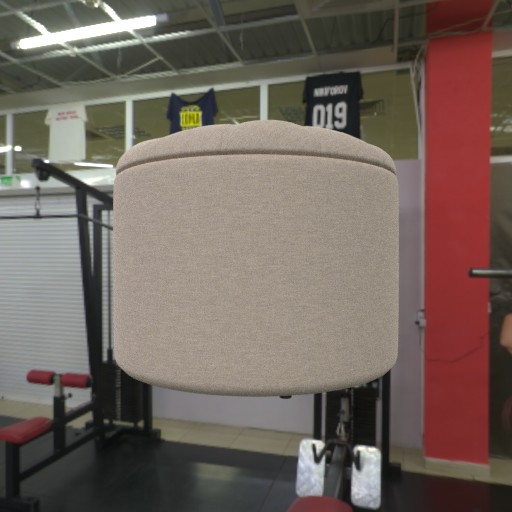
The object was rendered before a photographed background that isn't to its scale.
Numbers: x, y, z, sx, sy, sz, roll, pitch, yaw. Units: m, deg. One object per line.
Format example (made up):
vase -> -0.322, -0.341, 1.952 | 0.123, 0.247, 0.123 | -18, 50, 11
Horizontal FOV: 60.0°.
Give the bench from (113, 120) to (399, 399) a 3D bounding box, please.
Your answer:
bench -> 0.000, 0.000, 0.979 | 0.600, 0.454, 0.600 | 0, 0, 0
